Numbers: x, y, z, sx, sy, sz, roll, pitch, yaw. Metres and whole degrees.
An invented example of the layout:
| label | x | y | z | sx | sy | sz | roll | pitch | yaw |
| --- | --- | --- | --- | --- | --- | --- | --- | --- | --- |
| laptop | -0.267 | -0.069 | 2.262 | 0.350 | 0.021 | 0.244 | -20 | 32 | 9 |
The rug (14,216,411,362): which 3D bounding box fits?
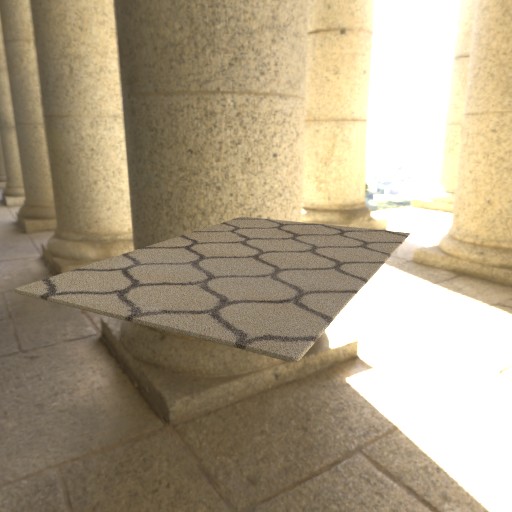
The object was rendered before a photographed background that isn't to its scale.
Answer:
| label | x | y | z | sx | sy | sz | roll | pitch | yaw |
| --- | --- | --- | --- | --- | --- | --- | --- | --- | --- |
| rug | 0.000 | 0.000 | 3.333 | 1.801 | 0.026 | 2.701 | 8 | 17 | 27 |
